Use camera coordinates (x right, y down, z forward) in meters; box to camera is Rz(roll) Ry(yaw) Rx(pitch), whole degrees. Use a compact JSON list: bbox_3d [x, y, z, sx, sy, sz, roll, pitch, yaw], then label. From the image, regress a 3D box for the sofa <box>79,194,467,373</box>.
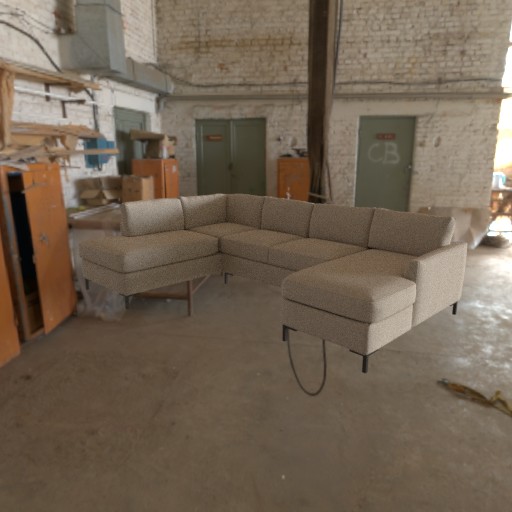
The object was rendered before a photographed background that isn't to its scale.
[{"bbox_3d":[0.000,0.000,3.984,2.984,0.862,1.989,13,19,43],"label":"sofa"}]
